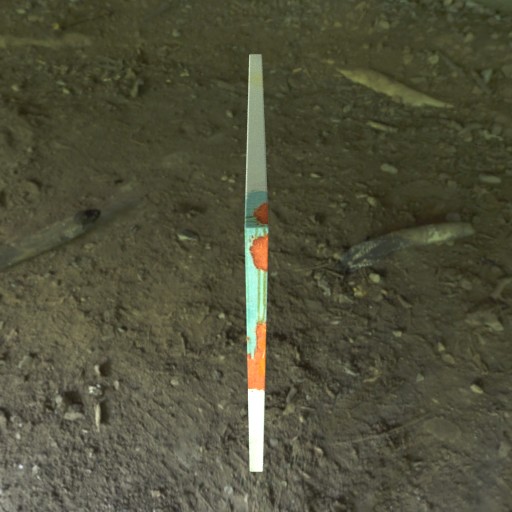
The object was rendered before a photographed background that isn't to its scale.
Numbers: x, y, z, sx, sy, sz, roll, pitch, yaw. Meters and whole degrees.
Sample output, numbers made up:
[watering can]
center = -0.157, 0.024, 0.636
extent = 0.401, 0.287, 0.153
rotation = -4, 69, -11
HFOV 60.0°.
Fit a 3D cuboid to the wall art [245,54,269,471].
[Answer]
[wall art]
center = 0.000, 0.000, 1.523
extent = 0.044, 1.017, 1.017
rotation = 0, 41, 0
